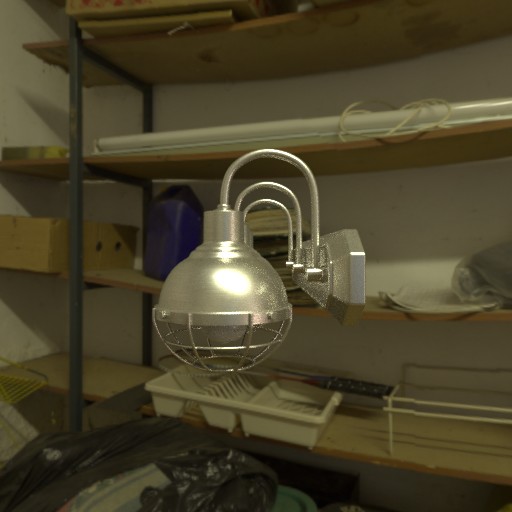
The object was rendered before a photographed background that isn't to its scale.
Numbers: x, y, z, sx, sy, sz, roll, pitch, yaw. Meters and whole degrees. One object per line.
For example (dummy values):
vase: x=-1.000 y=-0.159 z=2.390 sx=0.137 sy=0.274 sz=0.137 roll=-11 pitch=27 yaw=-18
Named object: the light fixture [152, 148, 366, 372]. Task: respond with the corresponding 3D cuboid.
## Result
light fixture: x=0.000 y=0.000 z=0.758 sx=0.229 sy=0.254 sz=0.634 roll=0 pitch=0 yaw=1
